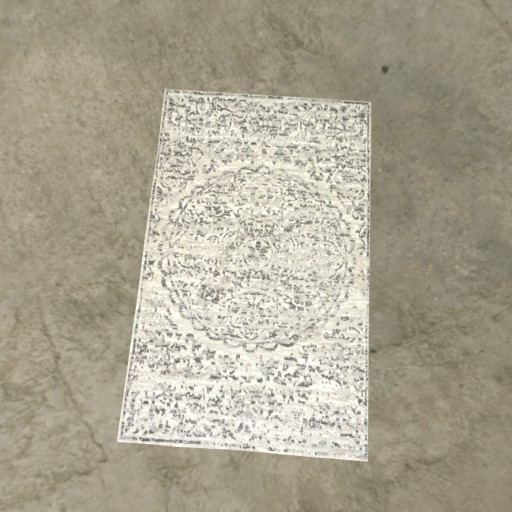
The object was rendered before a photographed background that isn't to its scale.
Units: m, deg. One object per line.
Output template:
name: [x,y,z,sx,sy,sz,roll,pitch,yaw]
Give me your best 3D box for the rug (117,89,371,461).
rug: [0.000,0.000,2.976,1.527,0.021,2.447,4,76,1]
